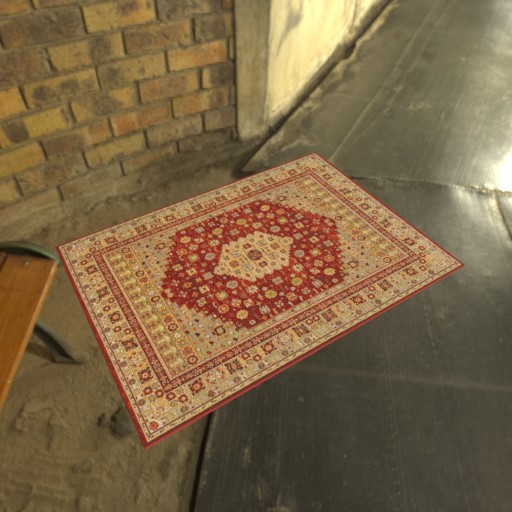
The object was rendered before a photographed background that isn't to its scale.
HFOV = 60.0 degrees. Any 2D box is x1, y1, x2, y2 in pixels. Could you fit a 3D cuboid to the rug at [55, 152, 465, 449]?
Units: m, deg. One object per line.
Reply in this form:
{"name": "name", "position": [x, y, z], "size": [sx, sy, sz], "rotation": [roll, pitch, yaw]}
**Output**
{"name": "rug", "position": [0.000, 0.000, 2.942], "size": [2.211, 0.013, 1.593], "rotation": [-24, 50, -22]}
